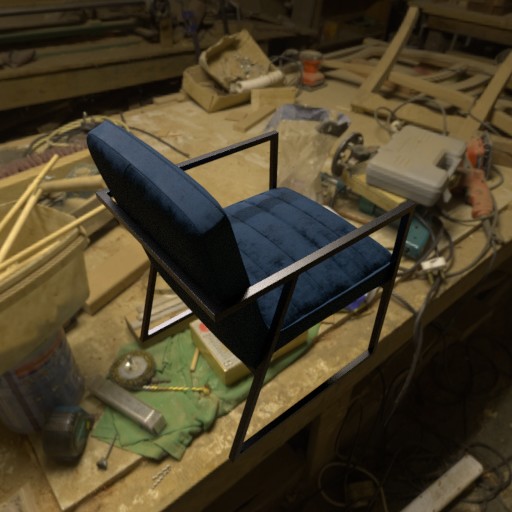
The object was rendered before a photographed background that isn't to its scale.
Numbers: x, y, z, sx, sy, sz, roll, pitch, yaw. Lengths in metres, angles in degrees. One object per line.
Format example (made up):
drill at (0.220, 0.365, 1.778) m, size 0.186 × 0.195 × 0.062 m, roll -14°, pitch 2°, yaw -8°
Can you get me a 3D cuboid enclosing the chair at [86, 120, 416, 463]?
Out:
chair at (0.000, 0.000, 1.304) m, size 0.677 × 0.833 × 0.571 m, roll -27°, pitch 47°, yaw -28°
